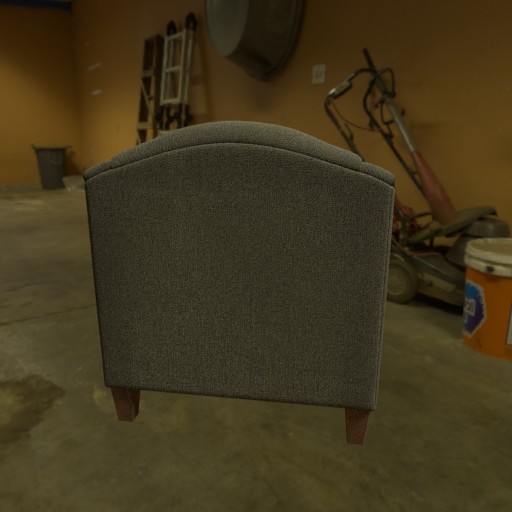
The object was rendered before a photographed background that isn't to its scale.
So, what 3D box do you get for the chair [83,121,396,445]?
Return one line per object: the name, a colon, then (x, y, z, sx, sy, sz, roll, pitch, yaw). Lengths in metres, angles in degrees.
chair: (0.000, 0.000, 1.480, 0.763, 0.839, 0.787, 2, 15, 9)
